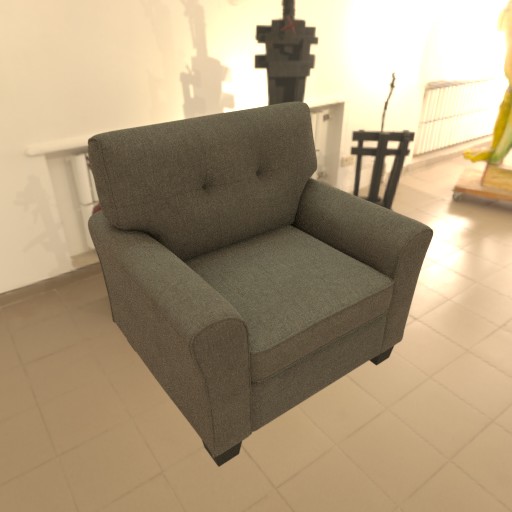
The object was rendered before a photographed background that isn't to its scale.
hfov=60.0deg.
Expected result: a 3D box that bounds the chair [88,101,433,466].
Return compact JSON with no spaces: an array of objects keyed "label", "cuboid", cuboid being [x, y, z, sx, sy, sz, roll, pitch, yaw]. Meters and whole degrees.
[{"label":"chair","cuboid":[0.000,0.000,1.584,0.941,0.890,0.816,-21,36,-31]}]
